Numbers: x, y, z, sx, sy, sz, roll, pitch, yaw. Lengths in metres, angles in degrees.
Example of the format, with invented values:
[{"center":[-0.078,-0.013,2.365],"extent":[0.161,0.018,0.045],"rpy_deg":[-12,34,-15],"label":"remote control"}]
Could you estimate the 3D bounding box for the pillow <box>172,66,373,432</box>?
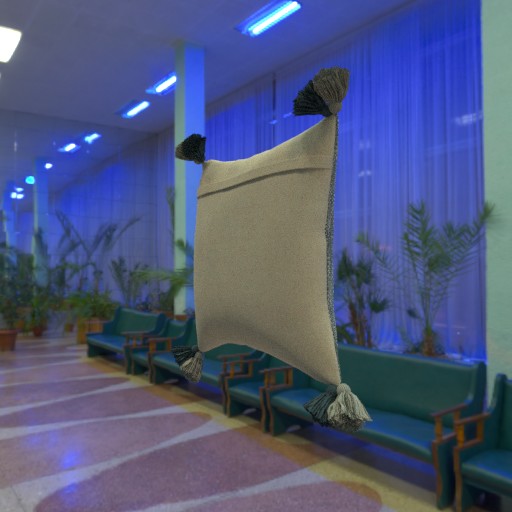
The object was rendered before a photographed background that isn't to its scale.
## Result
[{"center":[0.000,0.000,0.946],"extent":[0.138,0.634,0.614],"rpy_deg":[1,-2,-36],"label":"pillow"}]
